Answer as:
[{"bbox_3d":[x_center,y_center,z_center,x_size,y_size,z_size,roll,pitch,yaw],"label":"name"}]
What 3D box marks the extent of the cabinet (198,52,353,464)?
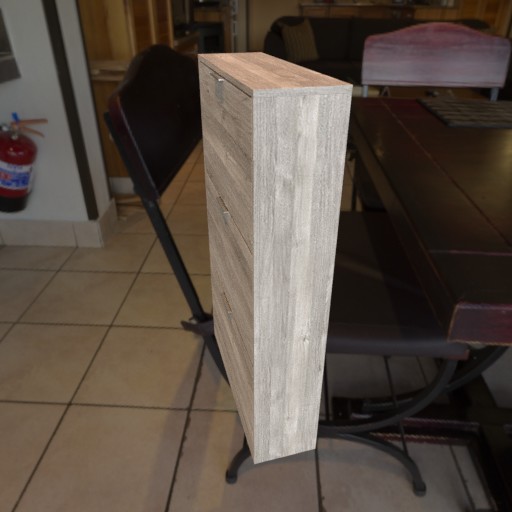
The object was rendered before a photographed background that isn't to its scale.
[{"bbox_3d":[0.000,0.000,1.614,0.250,1.280,0.750,-8,31,-13],"label":"cabinet"}]
